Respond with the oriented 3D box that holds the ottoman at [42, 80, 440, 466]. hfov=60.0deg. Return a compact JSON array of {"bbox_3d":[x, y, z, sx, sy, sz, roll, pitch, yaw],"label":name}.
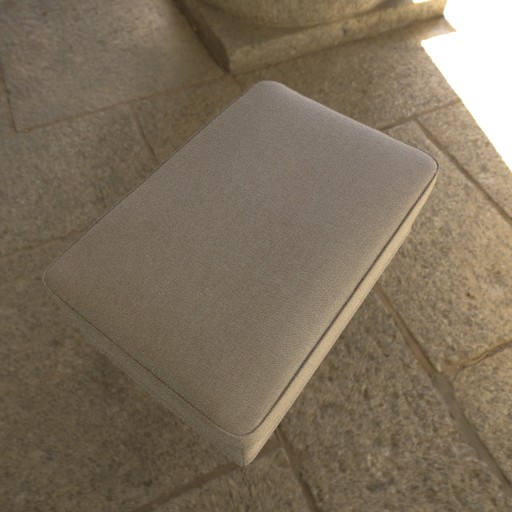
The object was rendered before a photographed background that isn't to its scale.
[{"bbox_3d":[0.000,0.000,1.123,0.559,0.458,0.813,32,63,19],"label":"ottoman"}]
